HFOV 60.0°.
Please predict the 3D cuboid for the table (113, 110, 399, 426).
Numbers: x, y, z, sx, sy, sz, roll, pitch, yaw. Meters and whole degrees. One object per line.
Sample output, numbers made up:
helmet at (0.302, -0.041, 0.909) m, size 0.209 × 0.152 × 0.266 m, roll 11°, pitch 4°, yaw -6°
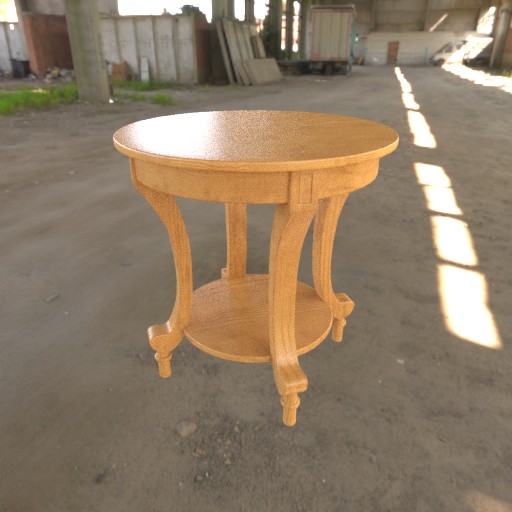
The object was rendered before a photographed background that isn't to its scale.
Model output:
table at (0.000, 0.000, 1.094) m, size 0.597 × 0.612 × 0.597 m, roll 0°, pitch 26°, yaw 0°
